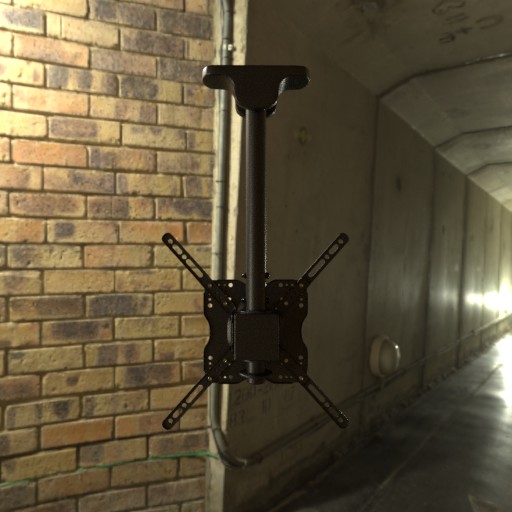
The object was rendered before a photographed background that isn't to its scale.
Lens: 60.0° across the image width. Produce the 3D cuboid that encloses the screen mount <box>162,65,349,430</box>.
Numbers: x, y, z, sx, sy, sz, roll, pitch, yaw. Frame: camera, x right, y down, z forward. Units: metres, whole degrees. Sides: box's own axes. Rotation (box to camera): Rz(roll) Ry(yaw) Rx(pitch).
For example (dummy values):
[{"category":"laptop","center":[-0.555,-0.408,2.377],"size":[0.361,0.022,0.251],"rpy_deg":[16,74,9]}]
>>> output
[{"category":"screen mount","center":[0.000,0.000,0.889],"size":[0.393,0.729,0.090],"rpy_deg":[0,0,-1]}]
